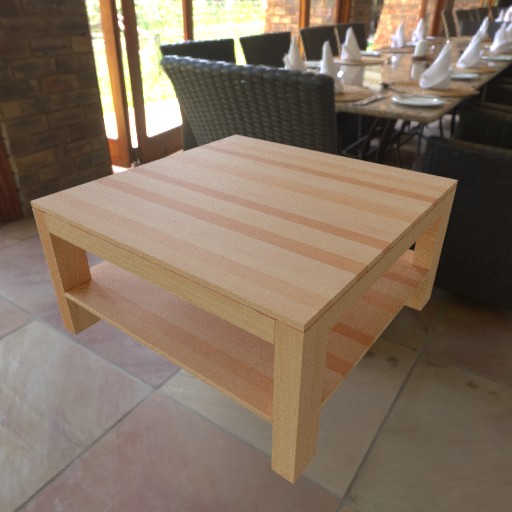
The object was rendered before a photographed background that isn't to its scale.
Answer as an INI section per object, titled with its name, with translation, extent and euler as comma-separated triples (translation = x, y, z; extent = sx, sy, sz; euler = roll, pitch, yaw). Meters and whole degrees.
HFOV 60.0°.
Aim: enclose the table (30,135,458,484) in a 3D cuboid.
[table]
translation = 0.000, 0.000, 1.423
extent = 0.900, 0.450, 0.900
euler = 21, 36, 32
